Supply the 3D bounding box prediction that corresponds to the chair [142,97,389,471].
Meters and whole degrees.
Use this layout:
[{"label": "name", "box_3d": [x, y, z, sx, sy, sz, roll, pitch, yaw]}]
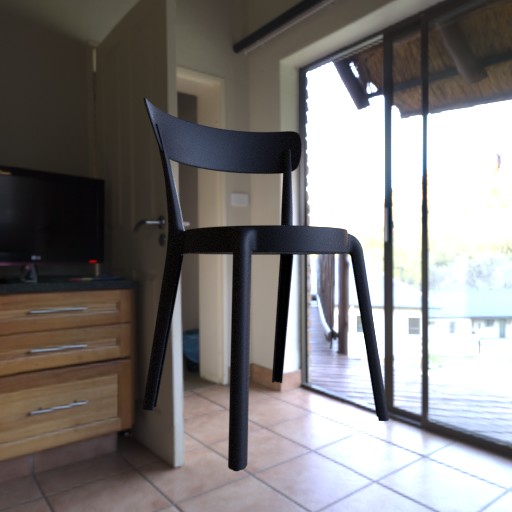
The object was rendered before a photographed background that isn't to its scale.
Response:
[{"label": "chair", "box_3d": [0.000, 0.000, 1.131, 0.506, 0.790, 0.491, 0, -1, -36]}]
